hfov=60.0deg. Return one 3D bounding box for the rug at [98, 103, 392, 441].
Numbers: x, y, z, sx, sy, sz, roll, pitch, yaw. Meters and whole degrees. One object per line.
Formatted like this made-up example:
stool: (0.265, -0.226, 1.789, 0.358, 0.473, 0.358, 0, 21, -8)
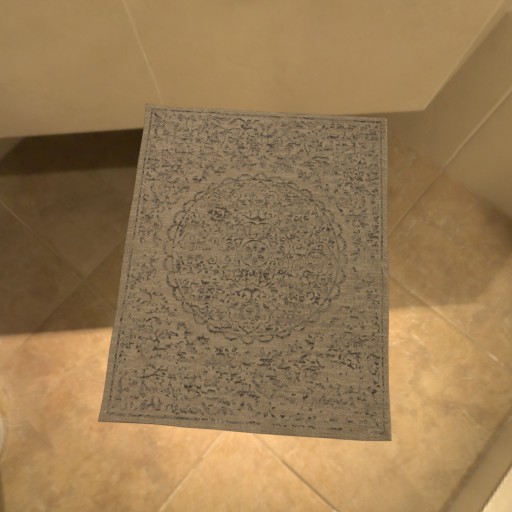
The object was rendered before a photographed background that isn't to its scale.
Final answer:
rug: (0.000, 0.000, 3.911, 2.343, 0.026, 2.925, 4, 75, 1)
